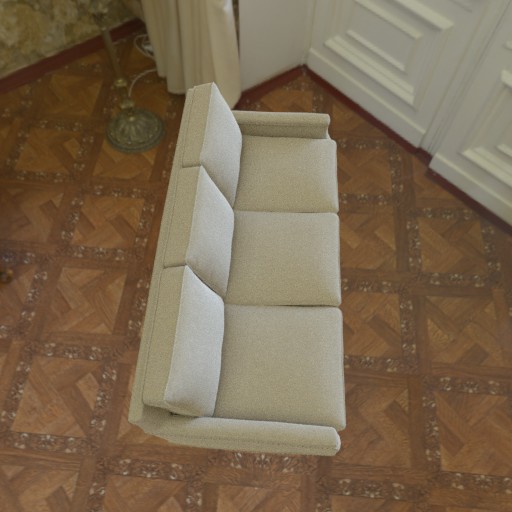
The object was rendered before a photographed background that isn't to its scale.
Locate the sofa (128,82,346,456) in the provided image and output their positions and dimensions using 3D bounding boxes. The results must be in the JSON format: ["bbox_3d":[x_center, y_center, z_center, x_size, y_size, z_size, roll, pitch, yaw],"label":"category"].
[{"bbox_3d":[0.000,0.000,2.828,1.084,1.003,2.246,3,62,2],"label":"sofa"}]
